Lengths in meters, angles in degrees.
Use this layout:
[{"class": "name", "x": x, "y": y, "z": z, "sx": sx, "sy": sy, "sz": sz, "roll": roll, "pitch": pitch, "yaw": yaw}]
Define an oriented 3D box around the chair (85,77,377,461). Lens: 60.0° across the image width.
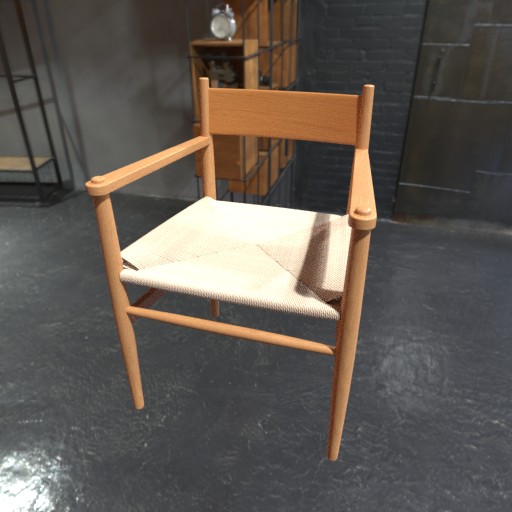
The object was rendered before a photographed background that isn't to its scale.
[{"class": "chair", "x": 0.000, "y": 0.000, "z": 1.106, "sx": 0.556, "sy": 0.762, "sz": 0.495, "roll": 9, "pitch": 30, "yaw": 15}]
